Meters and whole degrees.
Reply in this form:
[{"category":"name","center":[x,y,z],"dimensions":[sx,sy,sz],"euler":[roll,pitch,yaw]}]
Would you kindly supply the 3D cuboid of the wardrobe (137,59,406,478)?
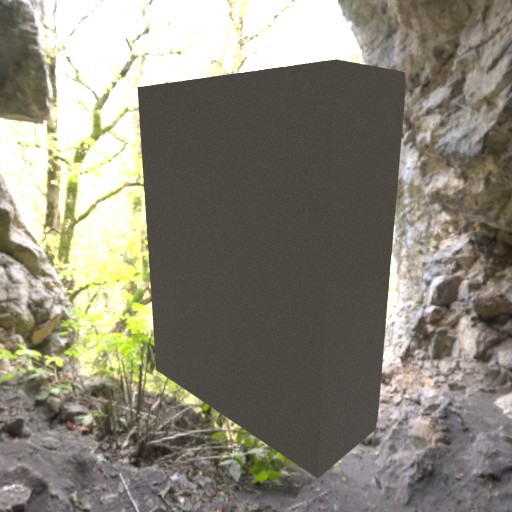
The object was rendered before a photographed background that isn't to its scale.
[{"category":"wardrobe","center":[0.000,0.000,1.623],"dimensions":[0.360,1.200,0.900],"euler":[-15,21,-42]}]
